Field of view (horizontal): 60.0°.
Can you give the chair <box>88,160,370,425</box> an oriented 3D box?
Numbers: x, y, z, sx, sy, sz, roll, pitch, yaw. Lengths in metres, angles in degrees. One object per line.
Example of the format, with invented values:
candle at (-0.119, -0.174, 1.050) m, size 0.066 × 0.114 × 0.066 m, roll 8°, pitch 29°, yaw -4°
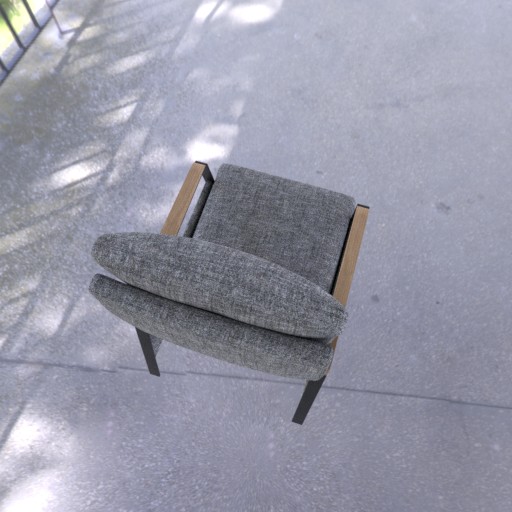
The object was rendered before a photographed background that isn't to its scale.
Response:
chair at (0.000, 0.000, 1.551) m, size 0.671 × 1.042 × 0.868 m, roll 16°, pitch 66°, yaw 7°
